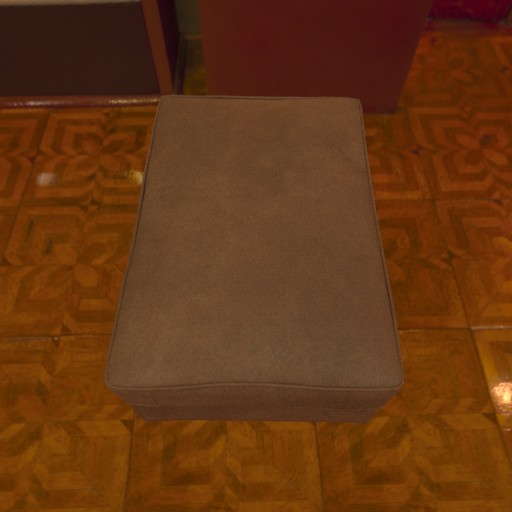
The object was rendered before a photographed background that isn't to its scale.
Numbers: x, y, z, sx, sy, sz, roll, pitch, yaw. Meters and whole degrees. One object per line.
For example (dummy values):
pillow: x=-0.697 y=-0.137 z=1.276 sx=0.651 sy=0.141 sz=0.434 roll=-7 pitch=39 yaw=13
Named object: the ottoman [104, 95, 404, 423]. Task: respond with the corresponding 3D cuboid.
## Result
ottoman: x=0.000 y=0.000 z=1.218 sx=0.596 sy=0.481 sz=0.860 roll=1 pitch=58 yaw=0
